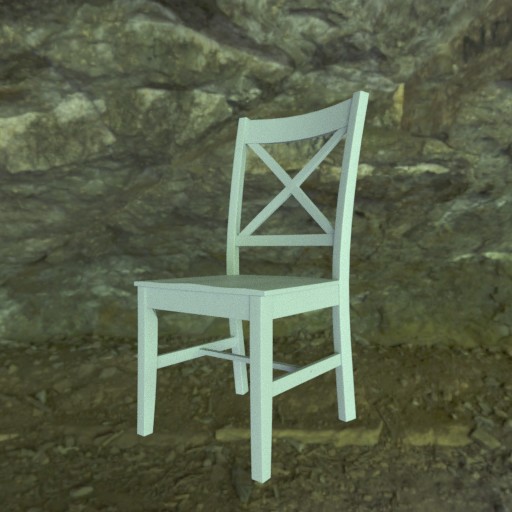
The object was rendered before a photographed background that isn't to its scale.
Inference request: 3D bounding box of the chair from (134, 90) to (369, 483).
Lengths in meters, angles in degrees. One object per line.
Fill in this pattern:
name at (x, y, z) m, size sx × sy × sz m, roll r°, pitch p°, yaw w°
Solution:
chair at (0.000, 0.000, 1.298) m, size 0.485 × 0.983 × 0.542 m, roll 1°, pitch 1°, yaw 37°
